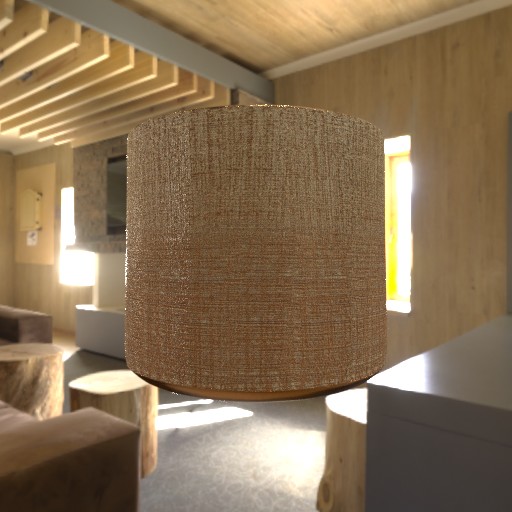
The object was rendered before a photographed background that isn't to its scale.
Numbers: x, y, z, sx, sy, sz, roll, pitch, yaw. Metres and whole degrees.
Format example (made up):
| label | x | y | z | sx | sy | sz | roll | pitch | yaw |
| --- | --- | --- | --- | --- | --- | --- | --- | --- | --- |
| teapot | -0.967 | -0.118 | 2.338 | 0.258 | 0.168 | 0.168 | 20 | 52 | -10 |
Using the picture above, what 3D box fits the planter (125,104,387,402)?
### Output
| label | x | y | z | sx | sy | sz | roll | pitch | yaw |
| --- | --- | --- | --- | --- | --- | --- | --- | --- | --- |
| planter | 0.000 | 0.000 | 0.312 | 0.177 | 0.157 | 0.177 | 0 | 0 | 0 |
